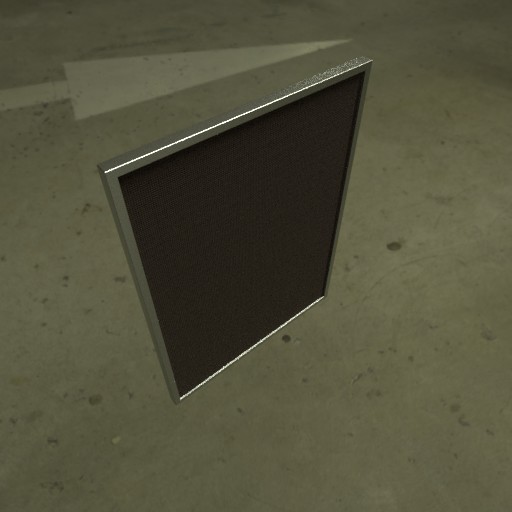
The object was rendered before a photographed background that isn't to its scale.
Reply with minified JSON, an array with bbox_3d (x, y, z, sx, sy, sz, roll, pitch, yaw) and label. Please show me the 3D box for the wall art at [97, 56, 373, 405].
[{"bbox_3d":[0.000,0.000,1.441,0.801,1.062,0.037,-31,54,-26],"label":"wall art"}]
